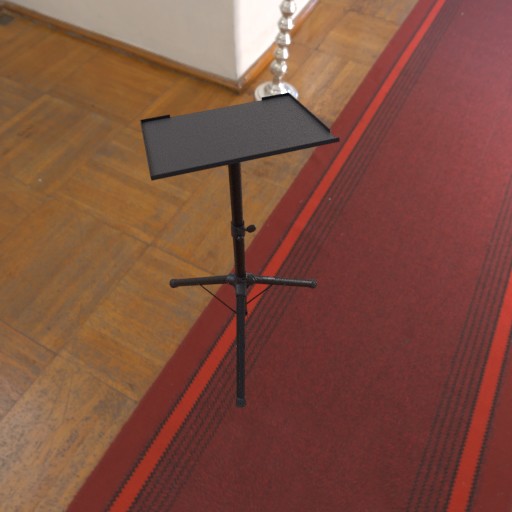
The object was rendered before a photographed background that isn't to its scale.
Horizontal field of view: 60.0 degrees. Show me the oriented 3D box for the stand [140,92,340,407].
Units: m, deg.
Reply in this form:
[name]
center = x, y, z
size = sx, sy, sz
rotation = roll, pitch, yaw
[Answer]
[stand]
center = 0.000, 0.000, 1.596
size = 0.702, 1.198, 0.702
rotation = -14, 57, -9
